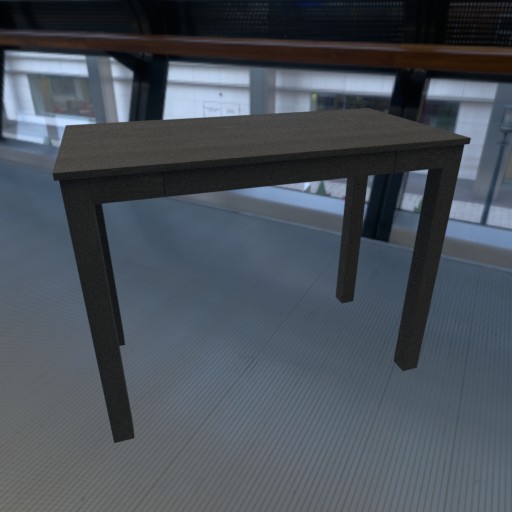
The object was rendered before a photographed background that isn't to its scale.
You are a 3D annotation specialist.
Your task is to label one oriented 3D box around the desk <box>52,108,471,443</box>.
[{"bbox_3d":[0.000,0.000,1.377,0.991,0.762,0.499,-9,28,-16],"label":"desk"}]
